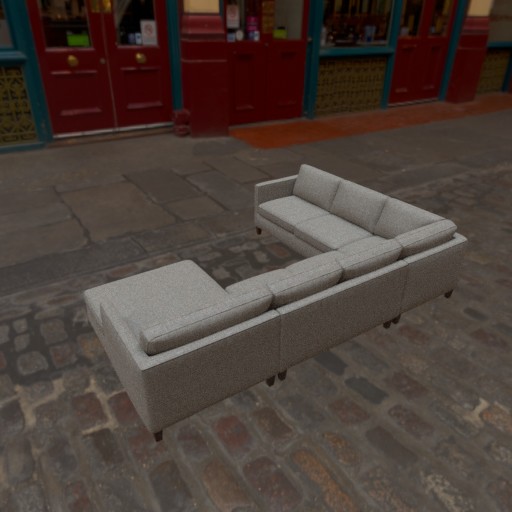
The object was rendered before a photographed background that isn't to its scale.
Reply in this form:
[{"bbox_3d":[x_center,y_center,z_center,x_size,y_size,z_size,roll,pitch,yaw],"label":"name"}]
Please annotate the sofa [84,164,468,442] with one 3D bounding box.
[{"bbox_3d":[0.000,0.000,4.580,3.403,0.889,2.551,-17,33,-29],"label":"sofa"}]
